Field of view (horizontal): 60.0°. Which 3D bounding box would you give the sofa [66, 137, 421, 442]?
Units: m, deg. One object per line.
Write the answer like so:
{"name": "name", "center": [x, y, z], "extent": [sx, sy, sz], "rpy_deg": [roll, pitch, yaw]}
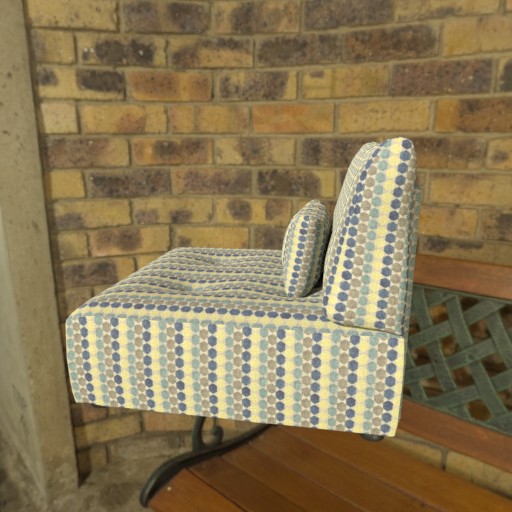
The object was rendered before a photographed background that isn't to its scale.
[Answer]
{"name": "sofa", "center": [0.000, 0.000, 1.648], "extent": [1.000, 0.830, 0.930], "rpy_deg": [2, 14, 10]}
